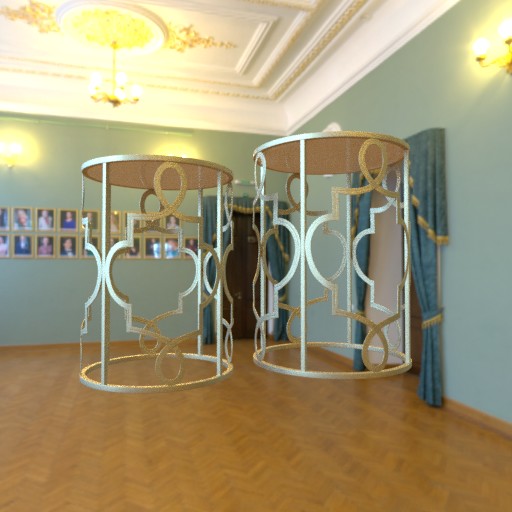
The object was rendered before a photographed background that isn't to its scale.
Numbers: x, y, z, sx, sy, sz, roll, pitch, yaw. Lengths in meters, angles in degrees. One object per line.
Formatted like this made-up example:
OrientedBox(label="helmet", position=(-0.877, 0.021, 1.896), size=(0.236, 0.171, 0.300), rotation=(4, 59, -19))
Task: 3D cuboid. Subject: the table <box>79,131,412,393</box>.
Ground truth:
OrientedBox(label="table", position=(0.000, 0.000, 1.150), size=(0.846, 0.564, 0.420), rotation=(0, -1, -18))
